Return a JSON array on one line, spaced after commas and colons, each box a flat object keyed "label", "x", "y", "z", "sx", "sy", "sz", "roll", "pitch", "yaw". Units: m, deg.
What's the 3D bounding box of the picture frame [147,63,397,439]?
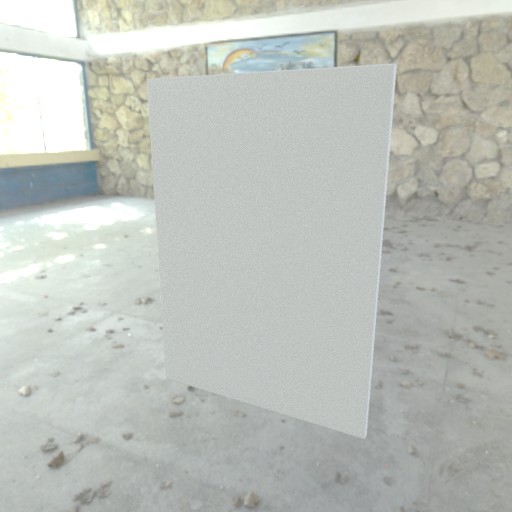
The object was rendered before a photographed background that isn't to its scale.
[{"label": "picture frame", "x": 0.000, "y": 0.000, "z": 0.693, "sx": 0.381, "sy": 0.534, "sz": 0.012, "roll": 8, "pitch": 18, "yaw": 26}]
